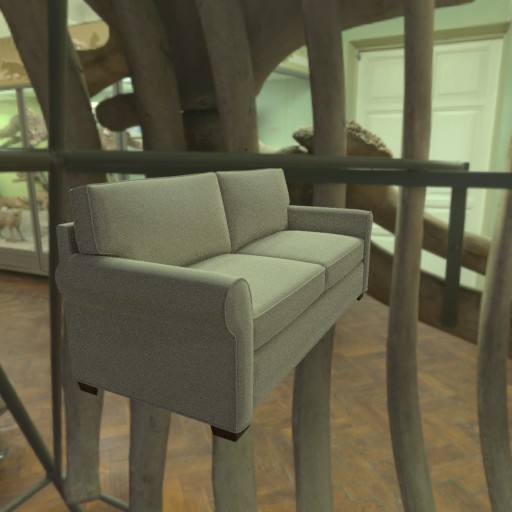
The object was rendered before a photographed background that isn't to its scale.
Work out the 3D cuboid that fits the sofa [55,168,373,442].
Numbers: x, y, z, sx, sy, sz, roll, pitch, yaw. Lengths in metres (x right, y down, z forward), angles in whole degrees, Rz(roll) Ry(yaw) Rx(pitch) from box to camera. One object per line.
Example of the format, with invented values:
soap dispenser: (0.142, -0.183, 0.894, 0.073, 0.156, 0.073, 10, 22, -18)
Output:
sofa: (0.000, 0.000, 2.605, 0.901, 0.962, 2.146, 7, 15, 26)
